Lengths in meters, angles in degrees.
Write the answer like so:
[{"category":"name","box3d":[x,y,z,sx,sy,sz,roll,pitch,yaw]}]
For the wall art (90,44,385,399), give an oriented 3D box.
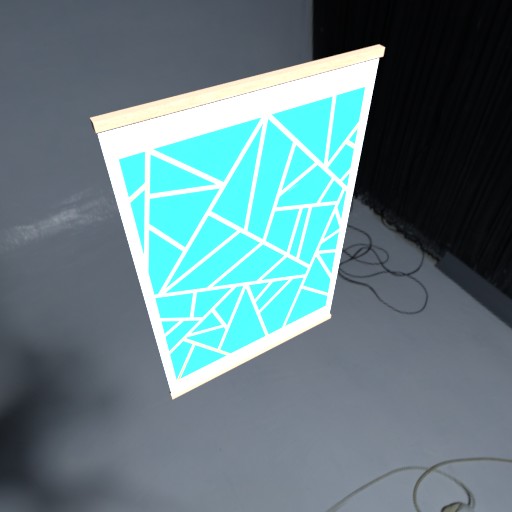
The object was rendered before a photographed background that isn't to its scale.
[{"category":"wall art","box3d":[0.000,0.000,1.868,0.990,1.519,0.030,-23,50,-21]}]
